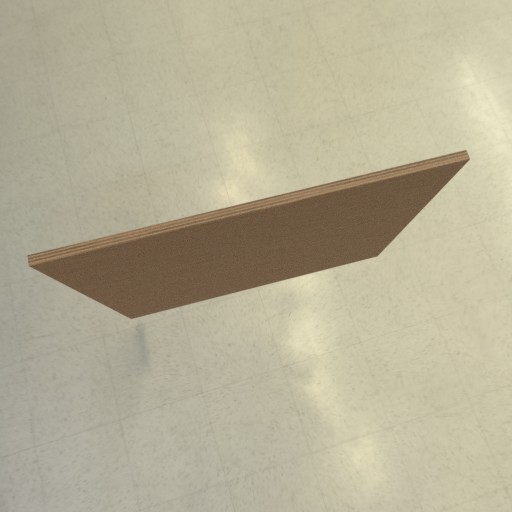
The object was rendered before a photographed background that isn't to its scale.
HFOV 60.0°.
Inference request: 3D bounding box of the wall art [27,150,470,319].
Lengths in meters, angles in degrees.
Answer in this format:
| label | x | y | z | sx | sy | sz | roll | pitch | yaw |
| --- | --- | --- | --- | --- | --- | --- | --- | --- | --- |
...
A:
| label | x | y | z | sx | sy | sz | roll | pitch | yaw |
| --- | --- | --- | --- | --- | --- | --- | --- | --- | --- |
| wall art | 0.000 | 0.000 | 0.690 | 0.508 | 0.406 | 0.013 | -14 | 74 | -4 |
